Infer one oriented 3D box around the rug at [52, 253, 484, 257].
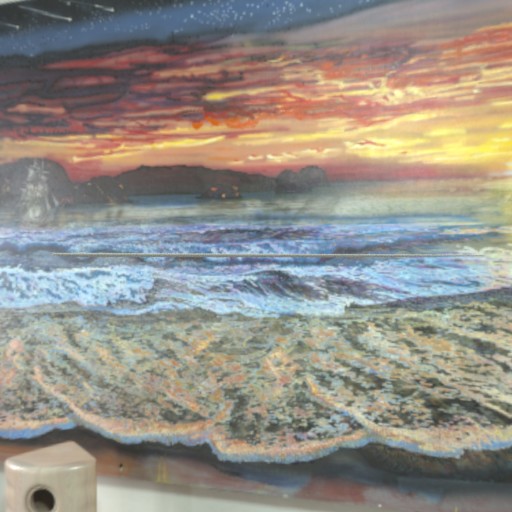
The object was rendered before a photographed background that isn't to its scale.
[{"bbox_3d":[0.000,0.000,2.901,2.284,0.008,1.522,0,0,-19],"label":"rug"}]
